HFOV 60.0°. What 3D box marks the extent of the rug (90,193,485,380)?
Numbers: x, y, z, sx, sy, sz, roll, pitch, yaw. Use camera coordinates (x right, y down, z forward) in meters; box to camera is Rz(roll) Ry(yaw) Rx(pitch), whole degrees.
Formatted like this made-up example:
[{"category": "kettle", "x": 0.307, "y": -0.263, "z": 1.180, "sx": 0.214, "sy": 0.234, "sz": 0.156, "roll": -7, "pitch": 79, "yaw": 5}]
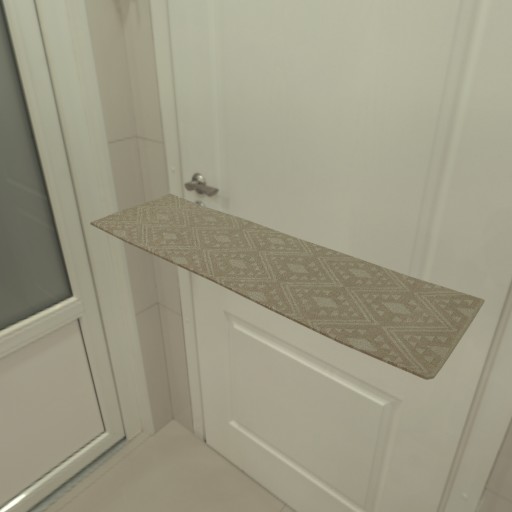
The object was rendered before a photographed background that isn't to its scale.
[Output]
[{"category": "rug", "x": 0.000, "y": 0.000, "z": 2.726, "sx": 2.452, "sy": 0.051, "sz": 0.752, "roll": 22, "pitch": 36, "yaw": 34}]
